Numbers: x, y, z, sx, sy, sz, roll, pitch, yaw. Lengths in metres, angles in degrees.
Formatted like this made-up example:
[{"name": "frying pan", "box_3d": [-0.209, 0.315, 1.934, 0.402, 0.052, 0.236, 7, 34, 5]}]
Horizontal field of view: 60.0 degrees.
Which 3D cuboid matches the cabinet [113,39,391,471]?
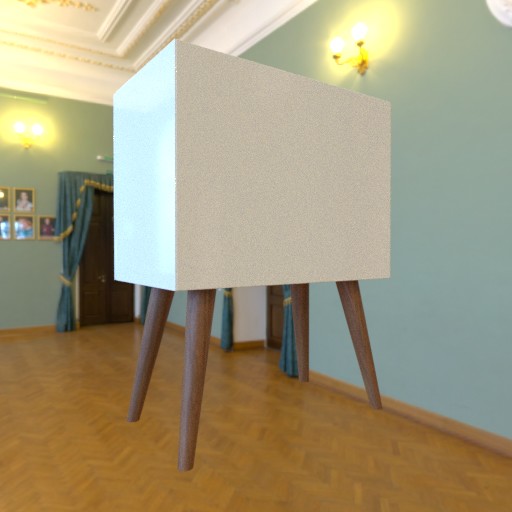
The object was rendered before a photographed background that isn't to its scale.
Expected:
[{"name": "cabinet", "box_3d": [0.000, 0.000, 1.091, 0.591, 0.772, 0.344, -1, 1, -35]}]
